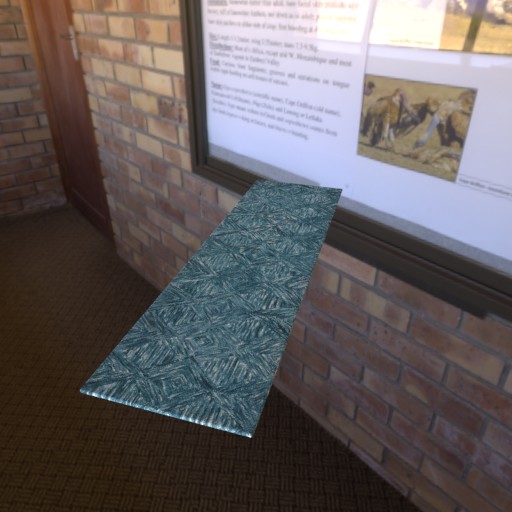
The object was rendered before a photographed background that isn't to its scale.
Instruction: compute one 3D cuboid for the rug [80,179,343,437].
[{"bbox_3d":[0.000,0.000,2.506,0.676,0.016,2.286,9,32,15],"label":"rug"}]
